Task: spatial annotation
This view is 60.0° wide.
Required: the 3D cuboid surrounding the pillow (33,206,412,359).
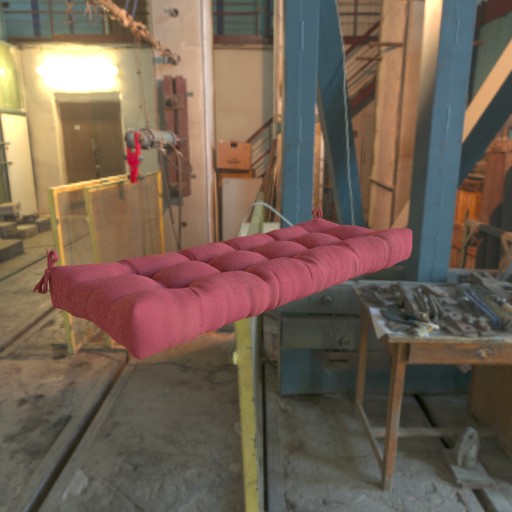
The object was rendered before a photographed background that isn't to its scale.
[{"bbox_3d":[0.000,0.000,1.381,1.194,0.174,0.511,-14,20,-43],"label":"pillow"}]
